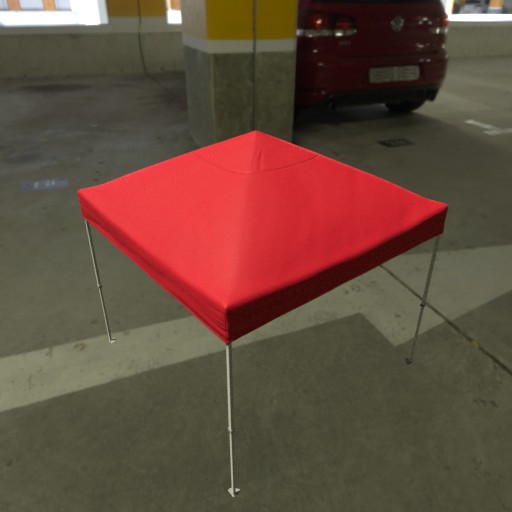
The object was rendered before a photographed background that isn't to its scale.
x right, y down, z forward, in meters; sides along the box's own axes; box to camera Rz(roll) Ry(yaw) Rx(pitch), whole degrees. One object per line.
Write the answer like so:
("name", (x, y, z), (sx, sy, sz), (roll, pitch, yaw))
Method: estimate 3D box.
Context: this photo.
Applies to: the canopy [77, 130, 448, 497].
("canopy", (0.000, 0.000, 5.350), (2.996, 2.997, 2.998), (-22, 36, -33))
